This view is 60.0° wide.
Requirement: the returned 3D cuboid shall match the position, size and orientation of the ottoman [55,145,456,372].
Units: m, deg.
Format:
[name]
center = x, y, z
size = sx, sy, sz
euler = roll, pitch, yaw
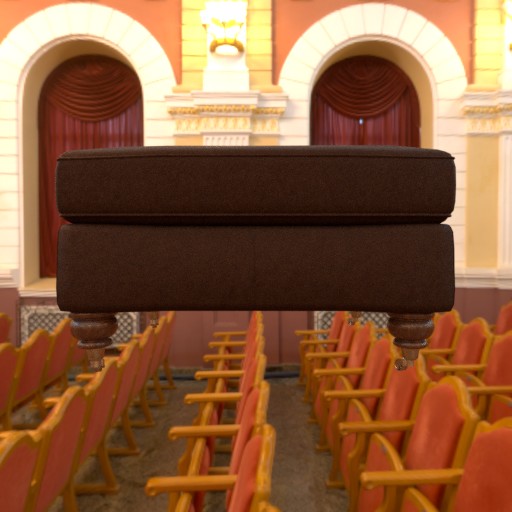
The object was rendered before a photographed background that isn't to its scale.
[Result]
[ottoman]
center = 0.000, 0.000, 1.766
size = 1.187, 0.730, 0.967
euler = 0, 1, 0
